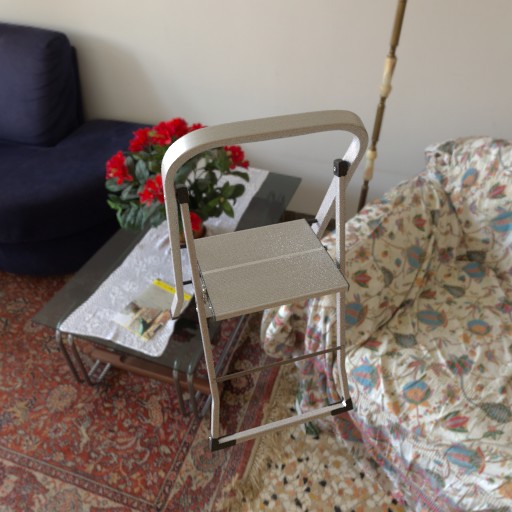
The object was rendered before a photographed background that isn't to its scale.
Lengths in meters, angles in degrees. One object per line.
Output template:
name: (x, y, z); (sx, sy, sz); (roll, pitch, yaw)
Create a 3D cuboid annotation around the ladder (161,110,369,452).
ladder: (0.000, 0.000, 1.130); (0.465, 0.830, 0.530); (-12, 42, -13)
